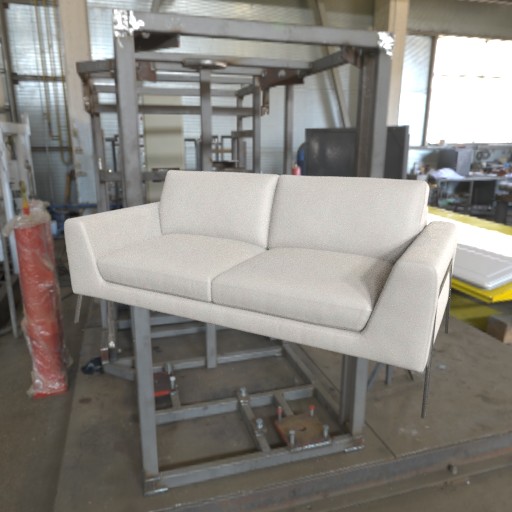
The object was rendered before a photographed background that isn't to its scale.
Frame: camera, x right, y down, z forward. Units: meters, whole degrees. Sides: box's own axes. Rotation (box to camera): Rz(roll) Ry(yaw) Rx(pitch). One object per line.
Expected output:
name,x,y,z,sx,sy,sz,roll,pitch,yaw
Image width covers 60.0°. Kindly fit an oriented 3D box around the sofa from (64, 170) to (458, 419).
sofa,0.000,0.000,2.502,2.017,0.875,0.953,8,17,27
